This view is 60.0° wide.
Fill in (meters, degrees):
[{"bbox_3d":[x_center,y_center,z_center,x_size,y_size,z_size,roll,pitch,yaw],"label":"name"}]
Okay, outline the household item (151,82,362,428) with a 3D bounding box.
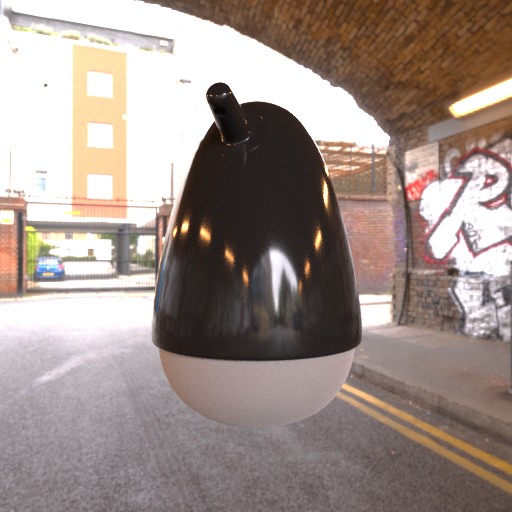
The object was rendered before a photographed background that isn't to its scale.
[{"bbox_3d":[0.000,0.000,0.220,0.102,0.152,0.104,0,-1,18],"label":"household item"}]
